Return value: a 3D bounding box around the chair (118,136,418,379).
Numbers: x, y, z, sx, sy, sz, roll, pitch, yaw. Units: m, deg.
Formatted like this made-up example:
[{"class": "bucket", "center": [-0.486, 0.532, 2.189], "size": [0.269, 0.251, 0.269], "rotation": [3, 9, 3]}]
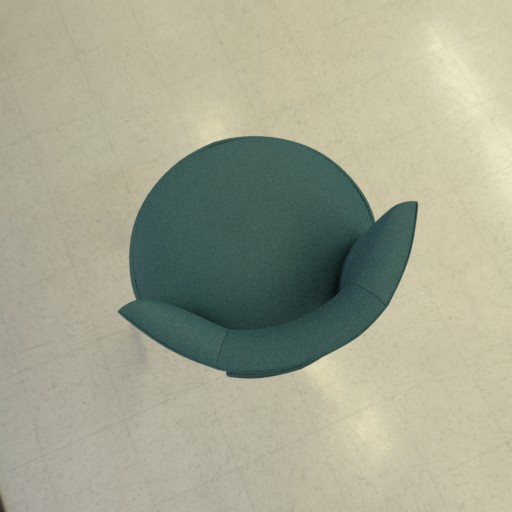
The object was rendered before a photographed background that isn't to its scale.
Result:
[{"class": "chair", "center": [0.000, 0.000, 1.240], "size": [0.684, 0.711, 0.660], "rotation": [-20, 77, -5]}]
